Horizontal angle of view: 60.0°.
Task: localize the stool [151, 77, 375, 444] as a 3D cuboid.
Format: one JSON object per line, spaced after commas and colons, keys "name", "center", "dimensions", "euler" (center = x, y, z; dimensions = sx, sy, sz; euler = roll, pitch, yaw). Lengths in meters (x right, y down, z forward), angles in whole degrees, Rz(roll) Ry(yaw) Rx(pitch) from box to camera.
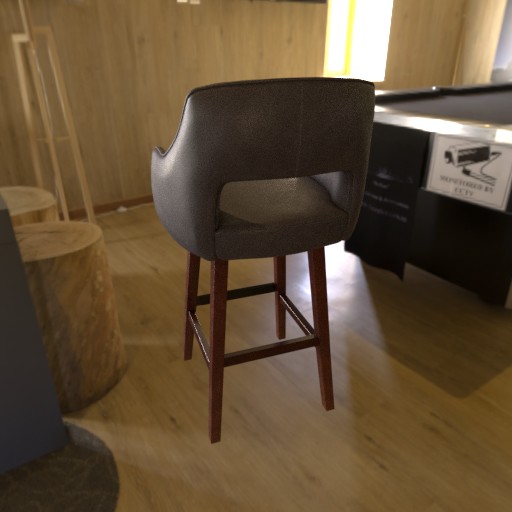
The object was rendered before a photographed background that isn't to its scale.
{"name": "stool", "center": [0.000, 0.000, 1.344], "dimensions": [0.550, 1.041, 0.560], "euler": [-9, 27, -18]}
